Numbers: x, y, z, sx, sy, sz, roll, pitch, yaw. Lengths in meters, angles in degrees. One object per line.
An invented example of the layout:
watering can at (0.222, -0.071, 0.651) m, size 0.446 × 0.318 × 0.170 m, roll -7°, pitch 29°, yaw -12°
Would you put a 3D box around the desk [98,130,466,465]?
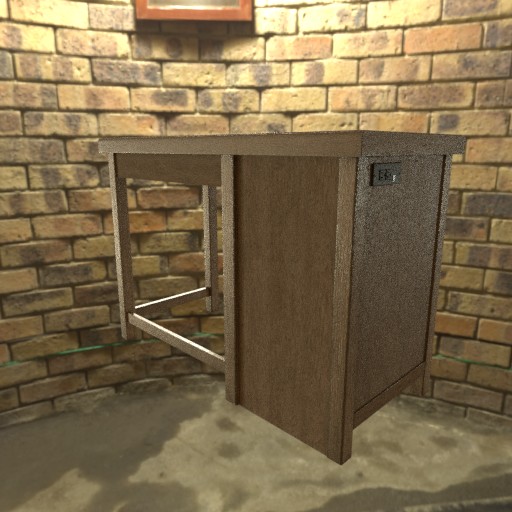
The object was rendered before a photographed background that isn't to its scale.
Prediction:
desk at (0.000, 0.000, 1.756) m, size 1.289 × 0.912 × 0.610 m, roll 13°, pitch 19°, yaw 43°
